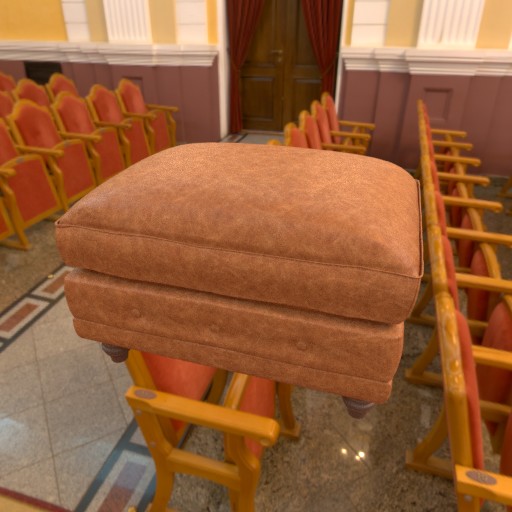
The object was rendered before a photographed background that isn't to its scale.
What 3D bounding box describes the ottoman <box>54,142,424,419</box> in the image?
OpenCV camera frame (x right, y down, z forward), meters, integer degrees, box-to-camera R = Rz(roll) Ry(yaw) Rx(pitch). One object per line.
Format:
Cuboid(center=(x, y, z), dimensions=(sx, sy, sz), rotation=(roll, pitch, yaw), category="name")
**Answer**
Cuboid(center=(0.000, 0.000, 1.073), dimensions=(0.710, 0.480, 0.533), rotation=(8, 30, 15), category="ottoman")
